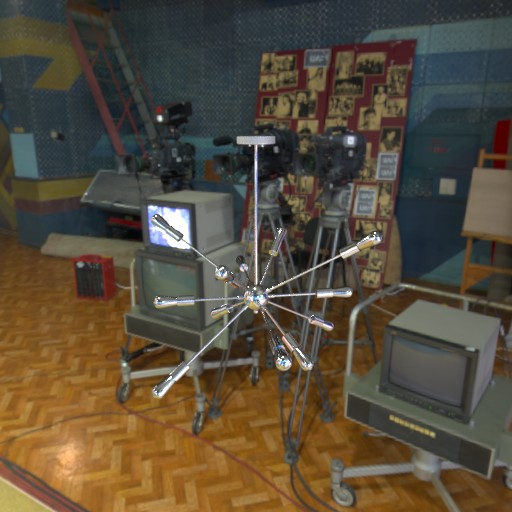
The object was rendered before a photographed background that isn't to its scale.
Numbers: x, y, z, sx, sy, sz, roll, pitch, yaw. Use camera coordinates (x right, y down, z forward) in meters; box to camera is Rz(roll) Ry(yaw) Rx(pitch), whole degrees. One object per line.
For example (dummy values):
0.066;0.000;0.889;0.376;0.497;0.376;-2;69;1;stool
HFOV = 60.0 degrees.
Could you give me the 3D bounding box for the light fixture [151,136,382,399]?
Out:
0.000;0.000;1.072;0.509;0.558;0.684;-2;16;-8;light fixture
